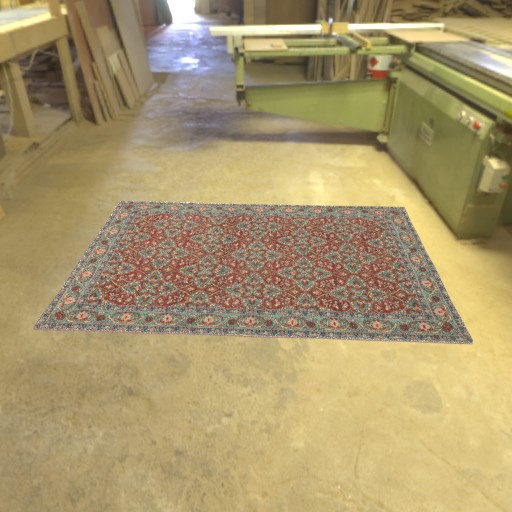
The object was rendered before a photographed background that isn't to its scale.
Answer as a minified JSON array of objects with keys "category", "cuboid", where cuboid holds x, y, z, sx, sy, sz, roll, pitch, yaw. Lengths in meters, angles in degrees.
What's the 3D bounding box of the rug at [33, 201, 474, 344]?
[{"category":"rug","cuboid":[0.000,0.000,2.337,1.829,0.009,1.219,1,33,2]}]
